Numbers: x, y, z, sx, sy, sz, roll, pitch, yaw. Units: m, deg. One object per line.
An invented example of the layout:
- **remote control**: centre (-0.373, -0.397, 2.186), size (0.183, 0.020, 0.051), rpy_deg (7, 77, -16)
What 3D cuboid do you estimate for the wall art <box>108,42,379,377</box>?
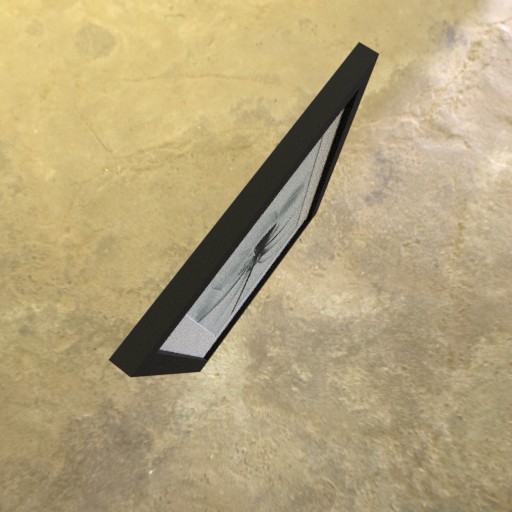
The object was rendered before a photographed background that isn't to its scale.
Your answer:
- **wall art**: centre (0.000, 0.000, 0.752), size (0.029, 0.559, 0.457), rpy_deg (35, 78, 8)
